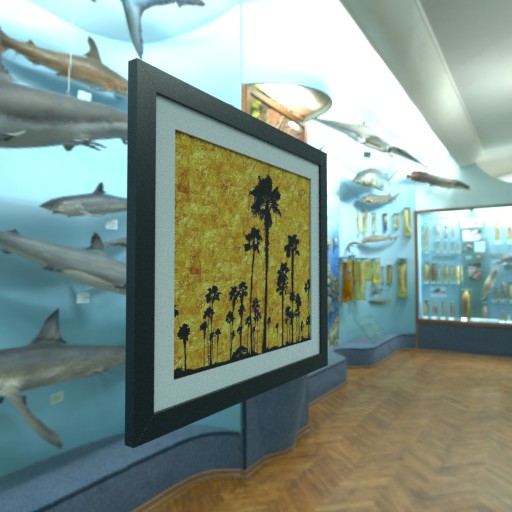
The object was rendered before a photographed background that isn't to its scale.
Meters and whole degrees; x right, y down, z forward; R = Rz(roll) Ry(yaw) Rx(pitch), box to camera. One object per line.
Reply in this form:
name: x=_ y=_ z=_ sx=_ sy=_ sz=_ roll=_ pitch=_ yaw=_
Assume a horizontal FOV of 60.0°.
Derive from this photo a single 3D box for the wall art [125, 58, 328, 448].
wall art: x=0.000 y=0.000 z=0.537 sx=0.012 sy=0.332 sz=0.383 roll=-1 pitch=-2 yaw=34
